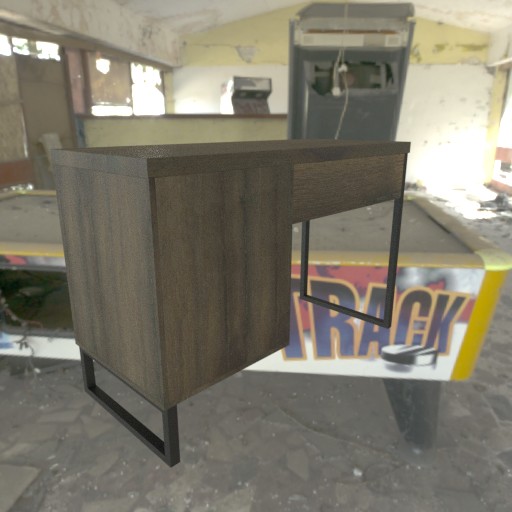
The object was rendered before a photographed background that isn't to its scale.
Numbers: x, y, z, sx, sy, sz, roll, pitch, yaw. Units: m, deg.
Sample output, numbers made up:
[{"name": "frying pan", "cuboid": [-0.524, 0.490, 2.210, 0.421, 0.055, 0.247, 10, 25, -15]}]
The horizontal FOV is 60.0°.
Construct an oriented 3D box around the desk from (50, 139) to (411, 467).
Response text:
[{"name": "desk", "cuboid": [0.000, 0.000, 1.541, 0.511, 0.752, 1.134, 16, 23, 42]}]
